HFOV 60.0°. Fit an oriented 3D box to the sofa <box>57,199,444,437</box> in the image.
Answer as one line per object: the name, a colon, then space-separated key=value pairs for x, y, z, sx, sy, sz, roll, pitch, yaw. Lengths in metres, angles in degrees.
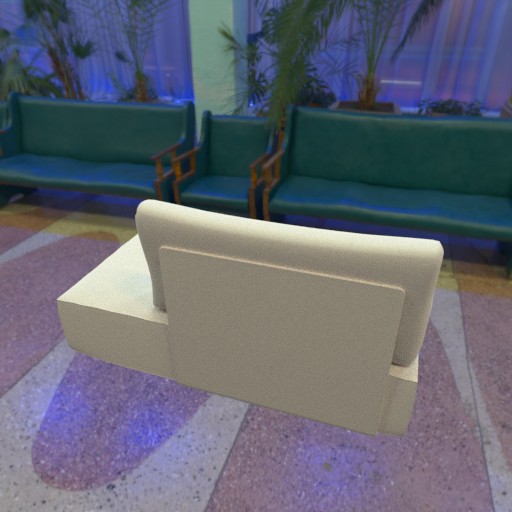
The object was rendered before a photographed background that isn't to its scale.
sofa: x=0.000 y=0.000 z=1.997 sx=1.450 sy=0.820 sz=1.000 roll=10 pitch=32 yaw=16
